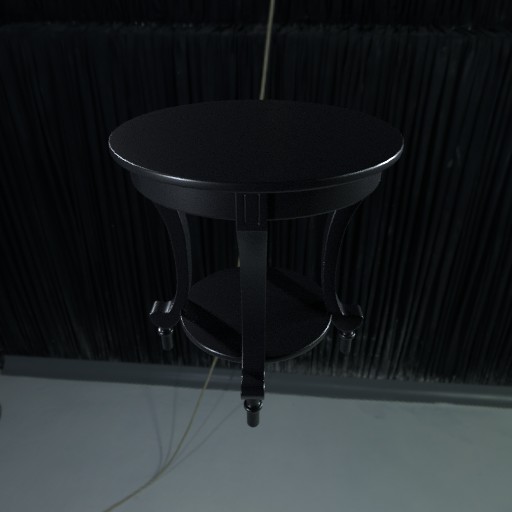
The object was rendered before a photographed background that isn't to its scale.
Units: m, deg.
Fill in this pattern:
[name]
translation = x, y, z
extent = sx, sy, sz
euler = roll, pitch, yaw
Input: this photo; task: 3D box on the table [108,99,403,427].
[table]
translation = 0.000, 0.000, 1.089
extent = 0.597, 0.618, 0.597
euler = 0, 31, 0
